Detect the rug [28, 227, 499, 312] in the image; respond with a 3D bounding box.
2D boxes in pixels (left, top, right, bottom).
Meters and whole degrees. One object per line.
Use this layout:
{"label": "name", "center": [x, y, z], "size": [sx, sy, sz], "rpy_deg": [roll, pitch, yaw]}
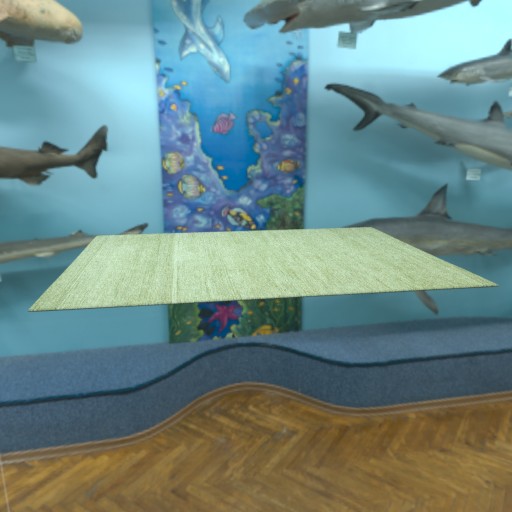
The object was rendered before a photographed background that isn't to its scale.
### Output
{"label": "rug", "center": [0.000, 0.000, 2.866], "size": [2.270, 0.017, 1.606], "rpy_deg": [-2, 15, -9]}
